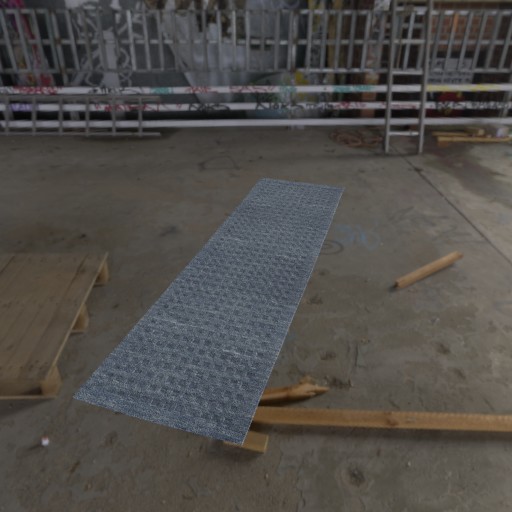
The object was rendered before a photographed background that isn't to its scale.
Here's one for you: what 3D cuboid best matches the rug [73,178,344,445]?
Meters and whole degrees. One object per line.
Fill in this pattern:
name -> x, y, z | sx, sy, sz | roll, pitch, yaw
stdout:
rug -> 0.000, 0.000, 2.596 | 0.688, 0.008, 2.443 | 9, 32, 15
